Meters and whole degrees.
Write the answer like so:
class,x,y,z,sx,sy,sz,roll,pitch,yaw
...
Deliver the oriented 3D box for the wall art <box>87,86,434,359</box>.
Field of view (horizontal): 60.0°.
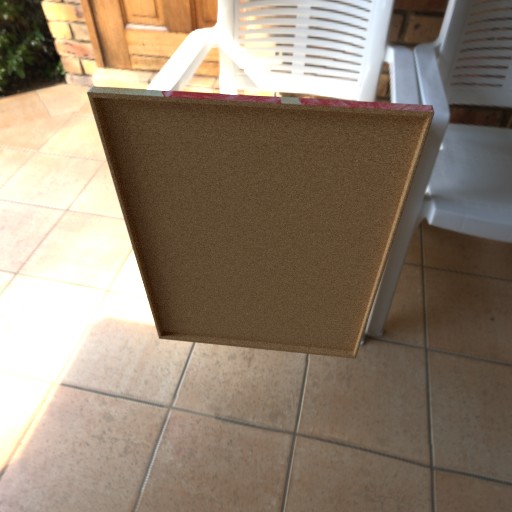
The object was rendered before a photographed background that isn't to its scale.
class,x,y,z,sx,sy,sz,roll,pitch,yaw
wall art,0.000,0.000,1.344,0.762,1.015,0.031,5,47,5
